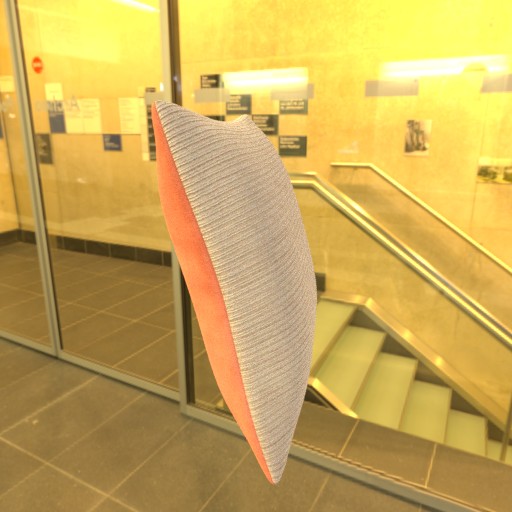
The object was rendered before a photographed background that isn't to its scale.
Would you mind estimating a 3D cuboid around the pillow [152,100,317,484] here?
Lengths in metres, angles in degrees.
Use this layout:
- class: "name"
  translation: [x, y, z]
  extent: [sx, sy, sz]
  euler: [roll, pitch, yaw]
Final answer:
- class: "pillow"
  translation: [0.000, 0.000, 0.638]
  extent: [0.177, 0.401, 0.424]
  euler: [3, 16, 9]
